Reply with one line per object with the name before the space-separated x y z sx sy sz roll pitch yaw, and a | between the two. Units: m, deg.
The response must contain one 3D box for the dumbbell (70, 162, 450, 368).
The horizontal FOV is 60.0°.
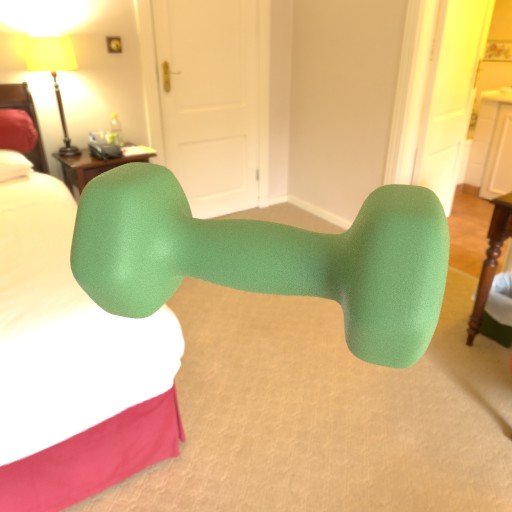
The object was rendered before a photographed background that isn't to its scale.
dumbbell | 0.000 0.000 0.326 0.257 0.114 0.126 8 28 16
